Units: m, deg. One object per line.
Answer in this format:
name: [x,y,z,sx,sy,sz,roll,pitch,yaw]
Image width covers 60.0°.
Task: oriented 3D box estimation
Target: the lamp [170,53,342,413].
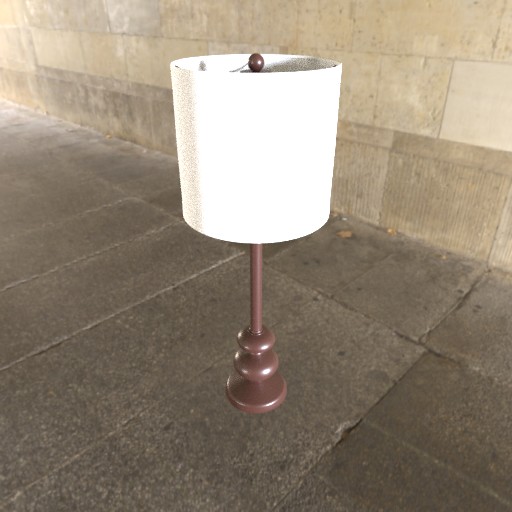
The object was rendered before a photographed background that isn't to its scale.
lamp: [0.000,0.000,0.826,0.254,0.690,0.254,0,29,0]
